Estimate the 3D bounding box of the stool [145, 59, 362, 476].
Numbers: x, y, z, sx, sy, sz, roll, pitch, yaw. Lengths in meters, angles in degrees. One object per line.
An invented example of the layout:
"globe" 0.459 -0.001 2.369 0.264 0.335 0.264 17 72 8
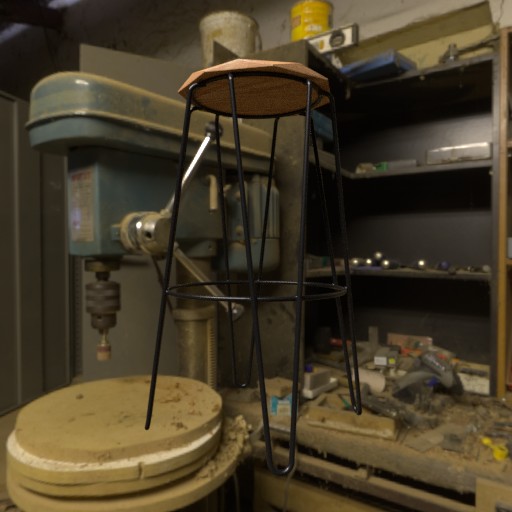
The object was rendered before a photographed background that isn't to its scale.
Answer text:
"stool" 0.000 0.000 0.807 0.326 0.610 0.326 1 1 35
